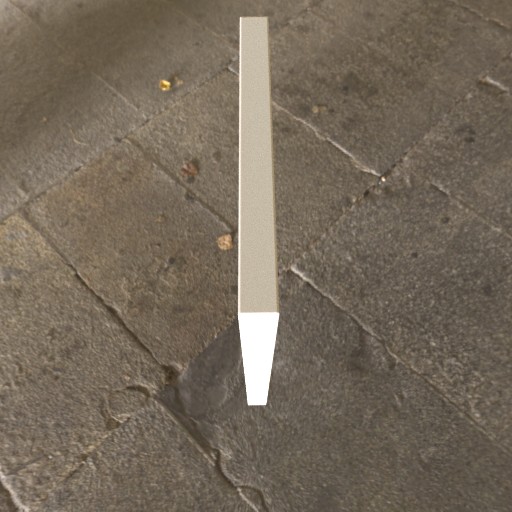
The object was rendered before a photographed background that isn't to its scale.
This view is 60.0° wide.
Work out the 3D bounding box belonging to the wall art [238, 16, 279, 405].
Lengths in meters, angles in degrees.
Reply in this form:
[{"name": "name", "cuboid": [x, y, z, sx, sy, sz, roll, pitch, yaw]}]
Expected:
[{"name": "wall art", "cuboid": [0.000, 0.000, 0.777, 0.038, 0.608, 0.418, -1, 64, 0]}]
